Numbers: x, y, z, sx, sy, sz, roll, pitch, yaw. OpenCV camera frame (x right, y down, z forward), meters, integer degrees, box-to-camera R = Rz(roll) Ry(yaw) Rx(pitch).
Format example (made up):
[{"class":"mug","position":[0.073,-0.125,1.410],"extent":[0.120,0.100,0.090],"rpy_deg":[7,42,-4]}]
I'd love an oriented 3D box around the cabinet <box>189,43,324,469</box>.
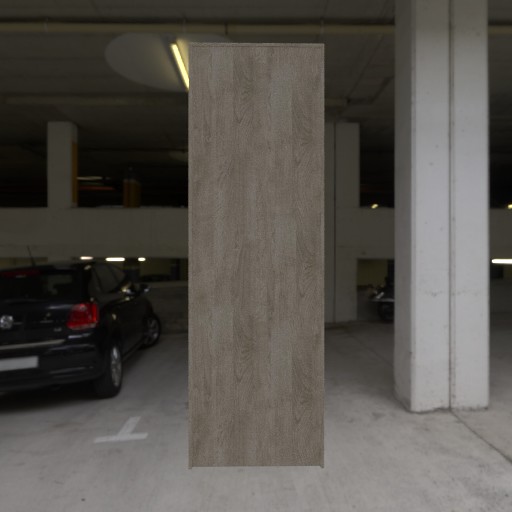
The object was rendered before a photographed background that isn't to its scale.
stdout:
[{"class":"cabinet","position":[0.000,0.000,1.823],"extent":[0.520,1.630,0.250],"rpy_deg":[0,0,-1]}]
